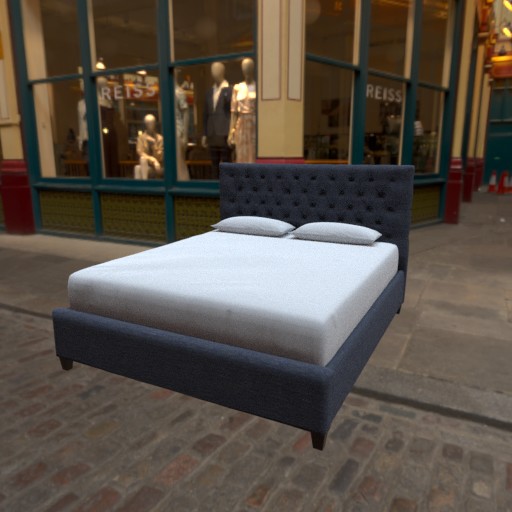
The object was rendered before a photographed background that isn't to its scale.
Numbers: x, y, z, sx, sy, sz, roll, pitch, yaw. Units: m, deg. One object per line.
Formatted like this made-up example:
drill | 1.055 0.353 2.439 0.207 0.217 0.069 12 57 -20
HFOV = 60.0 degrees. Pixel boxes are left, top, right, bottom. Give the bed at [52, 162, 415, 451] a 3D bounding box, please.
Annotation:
bed | 0.000 0.000 3.638 2.078 1.427 2.387 7 15 26
